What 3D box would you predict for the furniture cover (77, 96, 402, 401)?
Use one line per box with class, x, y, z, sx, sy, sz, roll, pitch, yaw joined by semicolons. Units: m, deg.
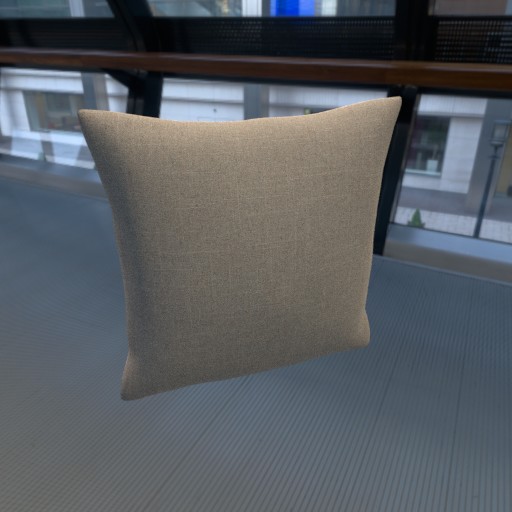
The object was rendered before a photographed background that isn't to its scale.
furniture cover;0.000;0.000;0.766;0.512;0.506;0.178;-8;27;-17
